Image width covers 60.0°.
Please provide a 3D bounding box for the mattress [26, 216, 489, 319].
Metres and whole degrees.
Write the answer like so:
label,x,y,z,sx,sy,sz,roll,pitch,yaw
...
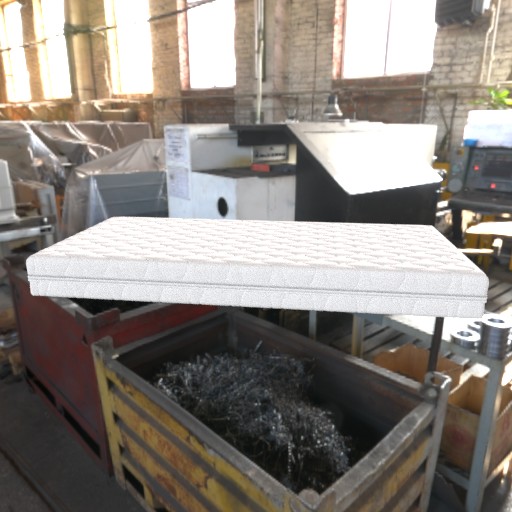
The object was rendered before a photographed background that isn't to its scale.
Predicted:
label,x,y,z,sx,sy,sz,roll,pitch,yaw
mattress,0.000,0.000,2.329,2.000,0.200,0.900,2,17,7
